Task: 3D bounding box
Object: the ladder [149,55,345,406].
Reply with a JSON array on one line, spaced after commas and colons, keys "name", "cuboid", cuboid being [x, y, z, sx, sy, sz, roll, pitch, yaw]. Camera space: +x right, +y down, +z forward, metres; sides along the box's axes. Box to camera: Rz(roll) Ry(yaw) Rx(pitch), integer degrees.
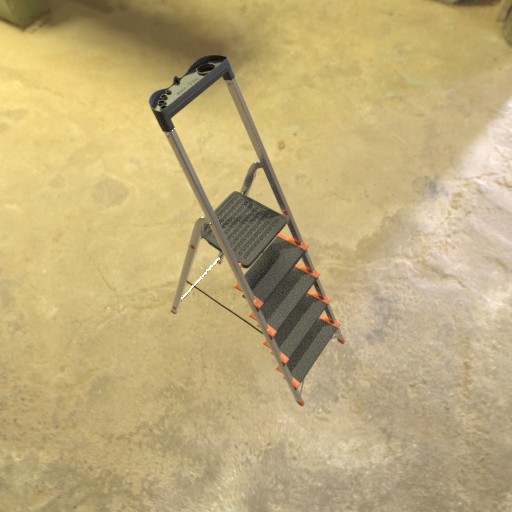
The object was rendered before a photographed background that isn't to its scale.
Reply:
[{"name": "ladder", "cuboid": [0.000, 0.000, 2.044, 0.995, 1.646, 0.480, 32, 63, 18]}]
